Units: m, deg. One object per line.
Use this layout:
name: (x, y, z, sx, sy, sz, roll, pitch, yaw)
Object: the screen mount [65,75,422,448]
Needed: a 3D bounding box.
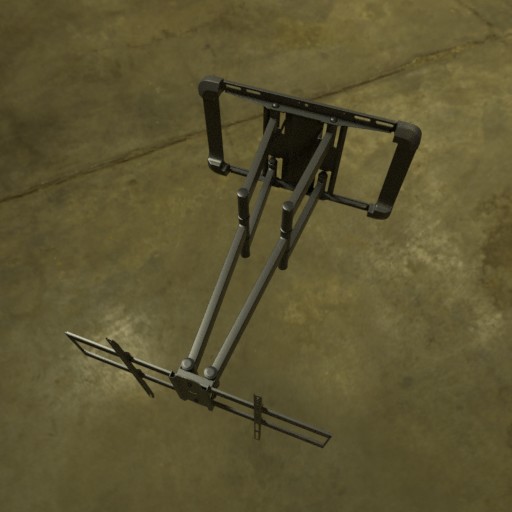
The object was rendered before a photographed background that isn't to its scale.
screen mount: (0.000, 0.000, 1.346, 0.725, 0.483, 0.905, 18, 59, 11)
